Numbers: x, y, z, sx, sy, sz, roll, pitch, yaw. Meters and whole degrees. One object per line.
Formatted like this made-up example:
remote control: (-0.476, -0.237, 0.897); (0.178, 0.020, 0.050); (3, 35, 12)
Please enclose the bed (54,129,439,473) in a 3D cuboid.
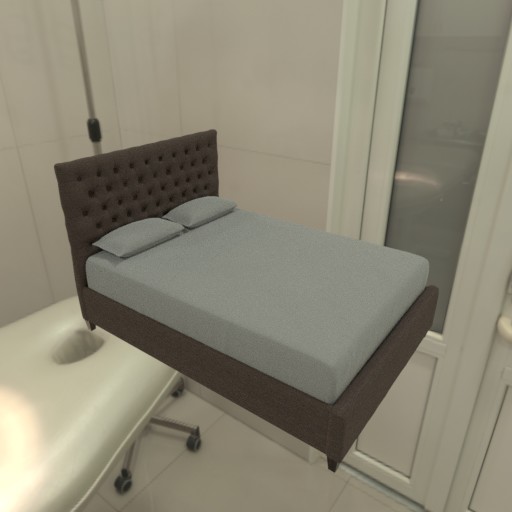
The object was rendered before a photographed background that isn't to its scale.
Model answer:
bed: (0.000, 0.000, 3.408); (2.387, 1.427, 1.698); (18, 31, 32)
